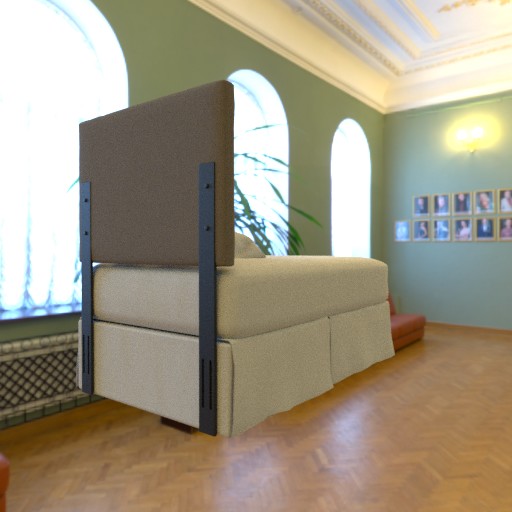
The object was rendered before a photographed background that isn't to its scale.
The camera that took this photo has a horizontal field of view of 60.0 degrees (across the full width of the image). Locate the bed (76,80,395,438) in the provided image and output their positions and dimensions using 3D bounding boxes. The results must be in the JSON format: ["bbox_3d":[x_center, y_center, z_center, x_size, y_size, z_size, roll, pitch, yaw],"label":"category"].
[{"bbox_3d":[0.000,0.000,3.040,1.261,1.571,1.997,1,1,37],"label":"bed"}]
